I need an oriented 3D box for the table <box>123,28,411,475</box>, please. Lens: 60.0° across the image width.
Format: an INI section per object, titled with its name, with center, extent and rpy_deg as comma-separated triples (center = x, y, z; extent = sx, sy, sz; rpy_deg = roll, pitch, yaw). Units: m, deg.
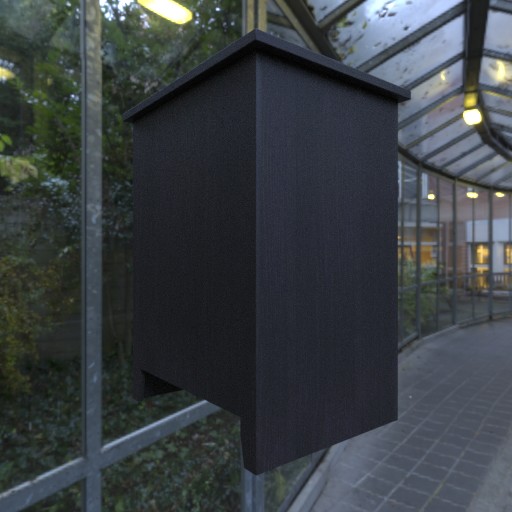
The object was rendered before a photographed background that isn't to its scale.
[table]
center = 0.000, 0.000, 0.923
extent = 0.381, 0.635, 0.480
rpy_deg = 0, 0, -38
